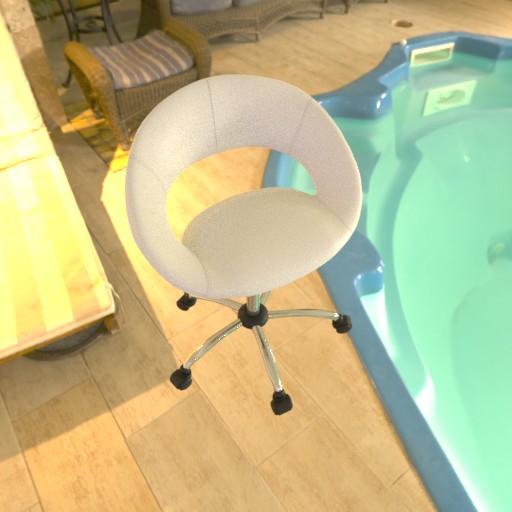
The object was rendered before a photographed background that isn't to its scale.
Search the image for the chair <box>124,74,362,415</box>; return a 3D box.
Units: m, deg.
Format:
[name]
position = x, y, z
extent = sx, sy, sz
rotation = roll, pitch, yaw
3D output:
[chair]
position = 0.000, 0.000, 1.177
extent = 0.612, 0.791, 0.538
rotation = -23, 51, -21
